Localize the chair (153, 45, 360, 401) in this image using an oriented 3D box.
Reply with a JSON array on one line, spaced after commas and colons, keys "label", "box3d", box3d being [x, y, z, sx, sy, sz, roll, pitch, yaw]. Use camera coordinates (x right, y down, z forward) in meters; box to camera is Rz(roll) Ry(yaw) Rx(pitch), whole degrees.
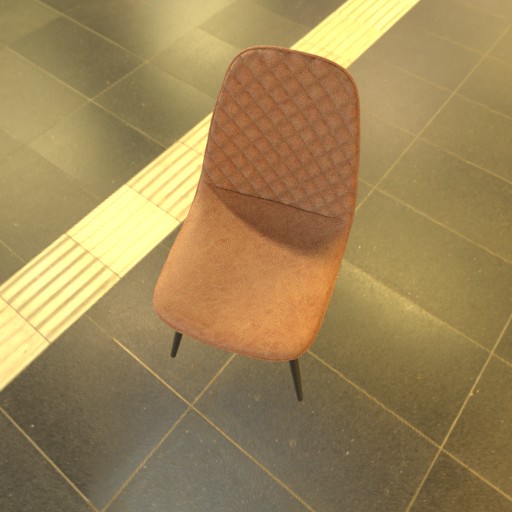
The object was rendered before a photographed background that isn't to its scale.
[{"label": "chair", "box3d": [0.000, 0.000, 1.215, 0.472, 0.889, 0.561, 16, 60, 10]}]
